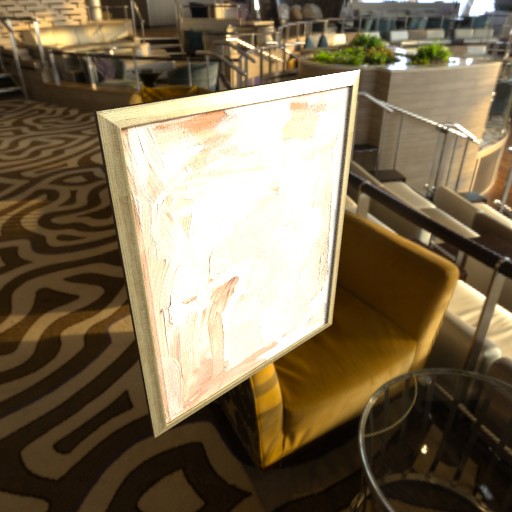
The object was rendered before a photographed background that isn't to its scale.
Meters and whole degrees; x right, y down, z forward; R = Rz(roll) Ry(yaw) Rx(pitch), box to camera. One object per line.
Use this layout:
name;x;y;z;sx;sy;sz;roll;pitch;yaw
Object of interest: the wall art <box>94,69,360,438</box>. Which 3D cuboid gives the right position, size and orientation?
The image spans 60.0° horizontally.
wall art;0.000;0.000;0.909;0.559;0.660;0.018;-24;38;-34
